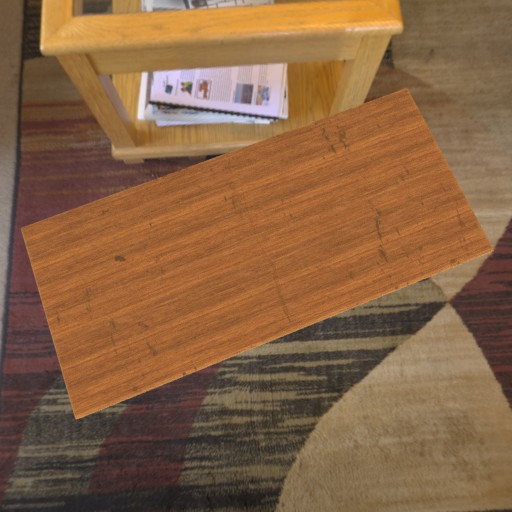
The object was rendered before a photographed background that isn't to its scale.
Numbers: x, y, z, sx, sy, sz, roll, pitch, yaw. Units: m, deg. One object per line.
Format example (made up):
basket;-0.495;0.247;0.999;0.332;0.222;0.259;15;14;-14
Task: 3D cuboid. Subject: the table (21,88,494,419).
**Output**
table;0.000;0.000;2.625;2.200;0.757;1.000;-21;78;-5
